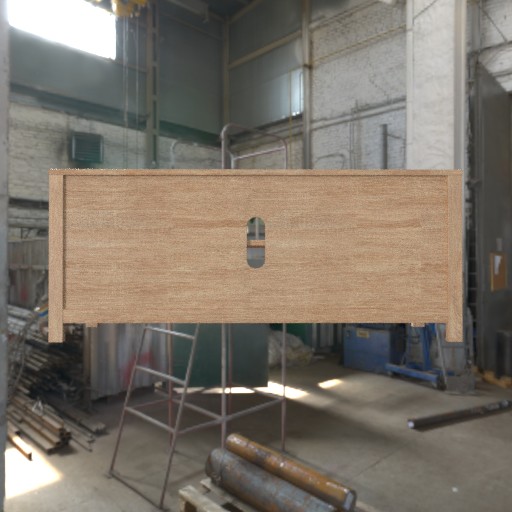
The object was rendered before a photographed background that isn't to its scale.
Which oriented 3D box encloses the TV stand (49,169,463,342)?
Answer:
[{"bbox_3d":[0.000,0.000,1.763,1.466,0.610,0.398,0,0,0],"label":"TV stand"}]
